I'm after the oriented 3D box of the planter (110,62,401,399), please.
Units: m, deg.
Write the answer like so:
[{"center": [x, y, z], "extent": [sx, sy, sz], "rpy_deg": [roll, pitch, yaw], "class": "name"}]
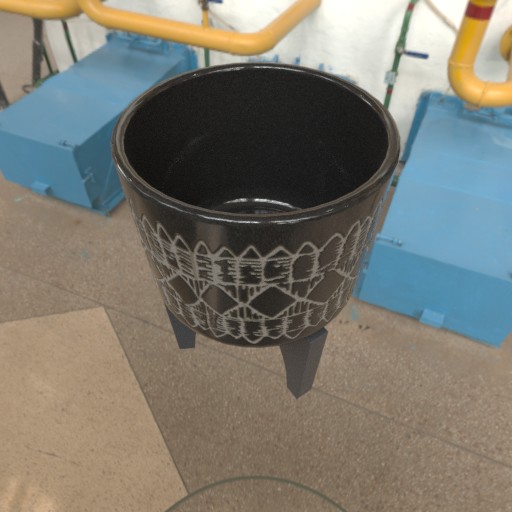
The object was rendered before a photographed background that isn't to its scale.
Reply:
[{"center": [0.000, 0.000, 0.266], "extent": [0.129, 0.177, 0.129], "rpy_deg": [0, 48, 0], "class": "planter"}]
